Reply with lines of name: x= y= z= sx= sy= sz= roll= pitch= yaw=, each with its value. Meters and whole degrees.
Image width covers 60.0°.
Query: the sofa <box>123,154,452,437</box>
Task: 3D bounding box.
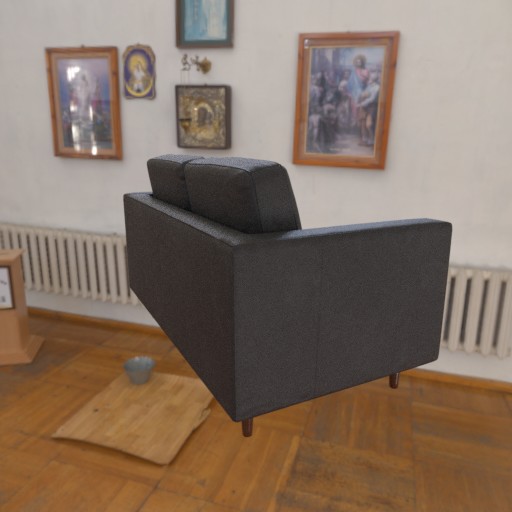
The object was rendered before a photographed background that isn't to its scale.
sofa: x=0.000 y=0.000 z=2.020 sx=0.879 sy=0.899 sz=1.430 roll=-7 pitch=16 yaw=-26
